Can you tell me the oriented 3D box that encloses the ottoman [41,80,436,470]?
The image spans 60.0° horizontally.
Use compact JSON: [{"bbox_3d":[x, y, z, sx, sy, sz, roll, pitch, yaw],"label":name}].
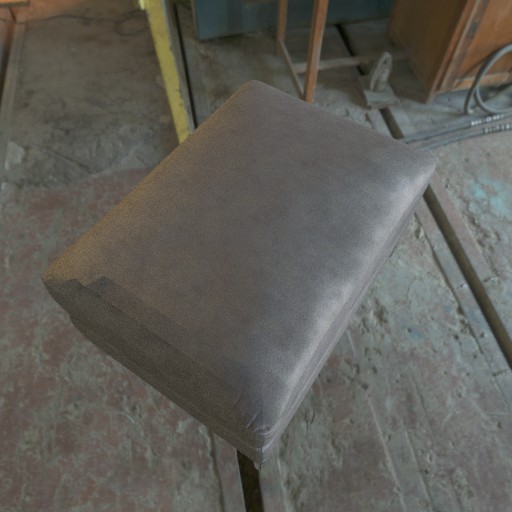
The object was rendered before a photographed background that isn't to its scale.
[{"bbox_3d":[0.000,0.000,1.039,0.520,0.456,0.719,30,62,17],"label":"ottoman"}]
